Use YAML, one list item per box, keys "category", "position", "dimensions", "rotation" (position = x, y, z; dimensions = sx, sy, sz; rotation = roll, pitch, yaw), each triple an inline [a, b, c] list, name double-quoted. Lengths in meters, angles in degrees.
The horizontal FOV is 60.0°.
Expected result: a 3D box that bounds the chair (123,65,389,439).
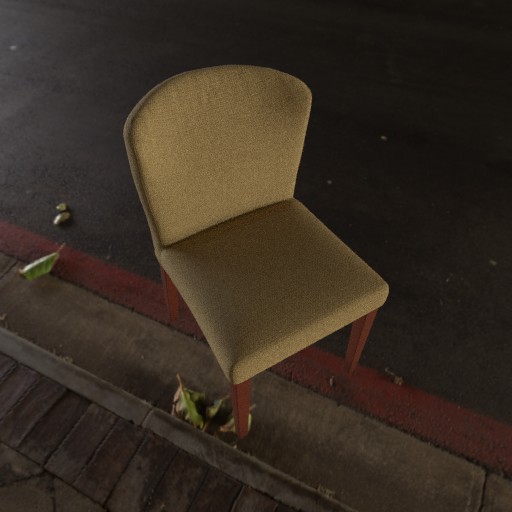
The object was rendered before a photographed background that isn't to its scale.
- category: "chair"
  position: [0.000, 0.000, 1.233]
  dimensions: [0.491, 0.839, 0.589]
  rotation: [-24, 50, -21]
